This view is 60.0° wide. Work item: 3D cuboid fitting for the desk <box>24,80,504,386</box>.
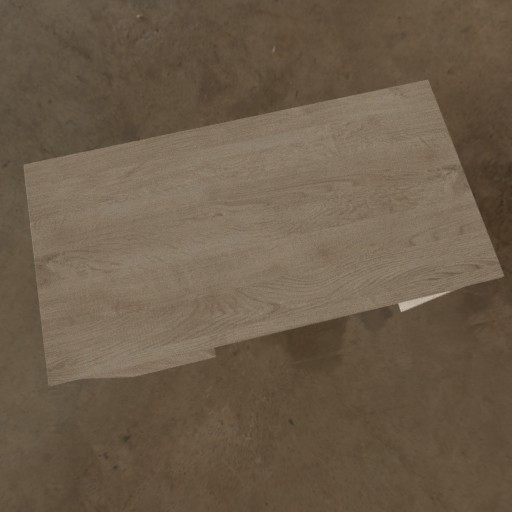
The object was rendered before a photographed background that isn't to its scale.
[{"bbox_3d":[0.000,0.000,1.453,1.096,0.730,0.560,-13,76,-3],"label":"desk"}]
